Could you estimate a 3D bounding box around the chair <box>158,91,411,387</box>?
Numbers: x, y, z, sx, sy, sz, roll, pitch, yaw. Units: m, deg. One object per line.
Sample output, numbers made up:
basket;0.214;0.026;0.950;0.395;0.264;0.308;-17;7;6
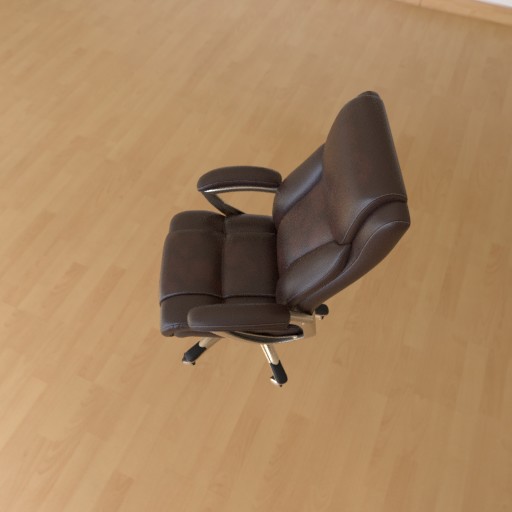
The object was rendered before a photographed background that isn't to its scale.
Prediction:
chair;0.000;0.000;1.663;0.749;1.194;0.692;-1;58;0
